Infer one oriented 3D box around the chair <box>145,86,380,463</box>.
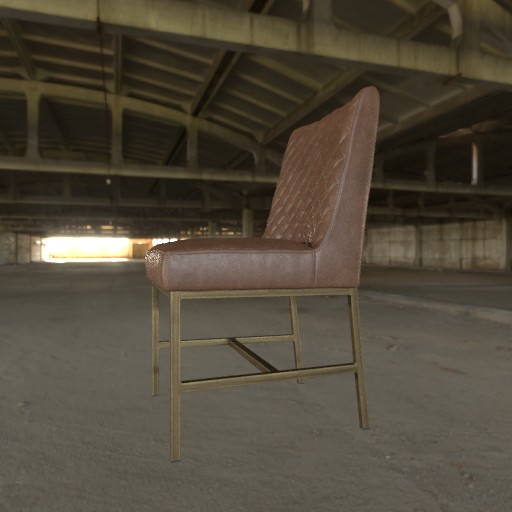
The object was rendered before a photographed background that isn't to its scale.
[{"bbox_3d":[0.000,0.000,1.267,0.587,0.889,0.508,0,1,-18],"label":"chair"}]
